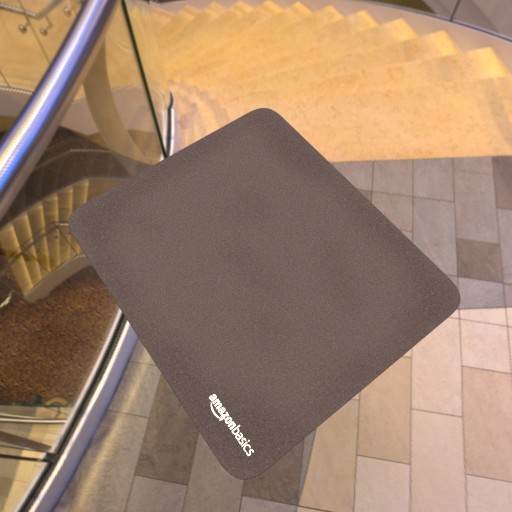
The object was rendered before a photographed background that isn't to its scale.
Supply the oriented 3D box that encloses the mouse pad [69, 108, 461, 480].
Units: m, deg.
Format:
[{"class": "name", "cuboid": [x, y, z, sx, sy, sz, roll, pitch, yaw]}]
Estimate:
[{"class": "mouse pad", "cuboid": [0.000, 0.000, 0.438, 0.269, 0.002, 0.315, -34, 68, -16]}]
